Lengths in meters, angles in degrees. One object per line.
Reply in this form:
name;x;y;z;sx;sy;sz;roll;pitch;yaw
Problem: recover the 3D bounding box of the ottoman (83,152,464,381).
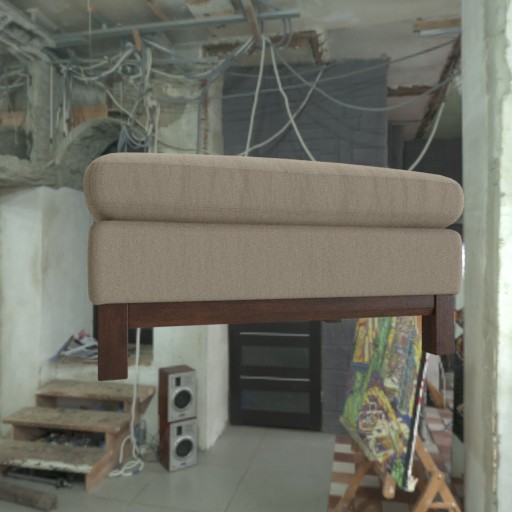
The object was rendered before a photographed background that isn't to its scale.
ottoman;0.000;0.000;1.097;0.771;0.420;0.606;0;-1;-17
